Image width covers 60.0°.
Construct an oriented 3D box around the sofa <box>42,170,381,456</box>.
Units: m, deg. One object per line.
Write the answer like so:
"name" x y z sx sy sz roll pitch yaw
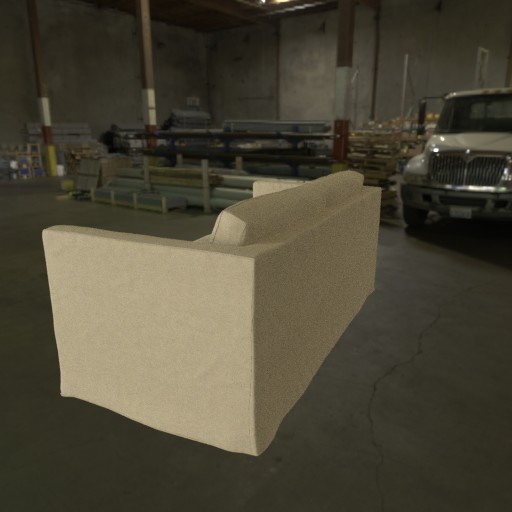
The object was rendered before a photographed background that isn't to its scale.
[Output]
"sofa" 0.000 0.000 2.409 0.962 0.835 1.959 8 17 25
